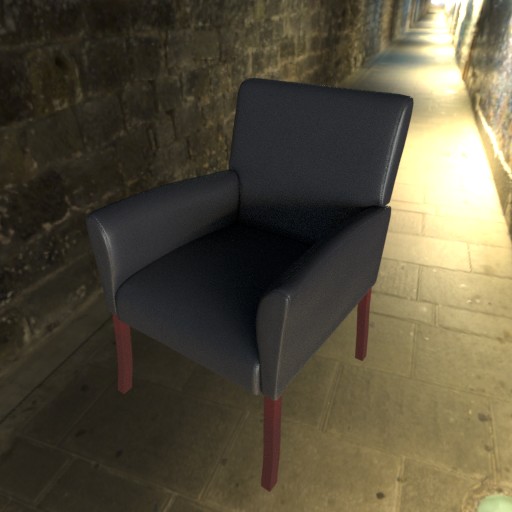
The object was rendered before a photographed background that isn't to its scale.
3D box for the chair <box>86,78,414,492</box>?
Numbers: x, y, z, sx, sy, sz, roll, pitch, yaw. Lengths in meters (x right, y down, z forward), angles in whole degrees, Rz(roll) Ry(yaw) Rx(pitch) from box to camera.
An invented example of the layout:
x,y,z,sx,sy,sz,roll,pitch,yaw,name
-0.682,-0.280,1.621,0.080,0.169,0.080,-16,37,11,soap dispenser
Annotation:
x,y,z,sx,sy,sz,roll,pitch,yaw,name
0.000,0.000,1.438,0.683,0.951,0.772,20,36,30,chair
